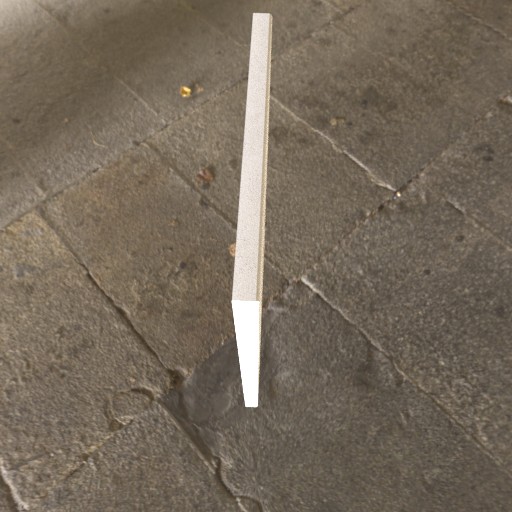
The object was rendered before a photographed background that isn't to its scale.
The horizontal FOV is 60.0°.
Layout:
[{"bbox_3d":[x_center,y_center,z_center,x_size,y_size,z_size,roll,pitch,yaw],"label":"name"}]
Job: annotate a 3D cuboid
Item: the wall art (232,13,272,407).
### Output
[{"bbox_3d":[0.000,0.000,1.140,0.038,0.912,0.607,2,63,1],"label":"wall art"}]
